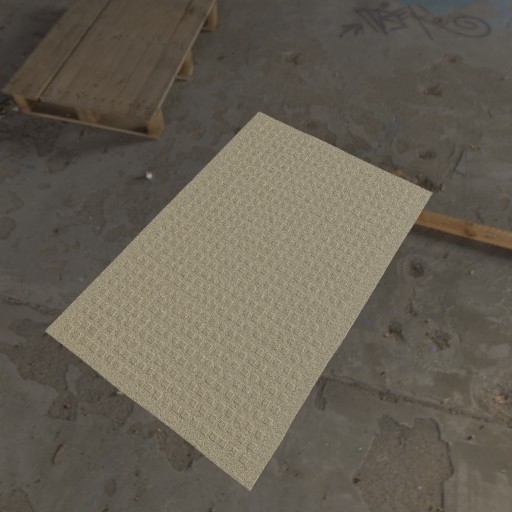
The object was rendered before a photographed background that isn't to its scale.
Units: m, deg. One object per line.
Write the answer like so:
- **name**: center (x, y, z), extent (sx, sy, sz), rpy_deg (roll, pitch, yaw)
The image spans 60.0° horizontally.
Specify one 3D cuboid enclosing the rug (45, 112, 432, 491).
- **rug**: center (0.000, 0.000, 2.221), extent (1.143, 0.006, 1.747), rpy_deg (30, 64, 17)
